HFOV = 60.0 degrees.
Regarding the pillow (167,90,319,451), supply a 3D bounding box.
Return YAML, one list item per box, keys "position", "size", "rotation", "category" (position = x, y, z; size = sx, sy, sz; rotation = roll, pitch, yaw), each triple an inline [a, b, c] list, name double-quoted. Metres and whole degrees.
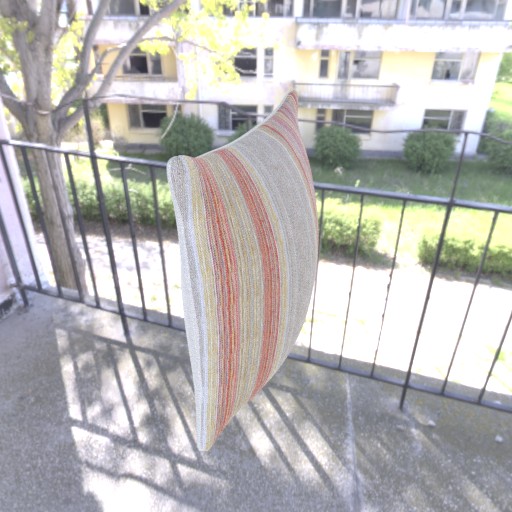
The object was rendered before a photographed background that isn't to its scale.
- position: [0.000, 0.000, 0.713]
  size: [0.191, 0.449, 0.451]
  rotation: [10, 31, 17]
  category: "pillow"
